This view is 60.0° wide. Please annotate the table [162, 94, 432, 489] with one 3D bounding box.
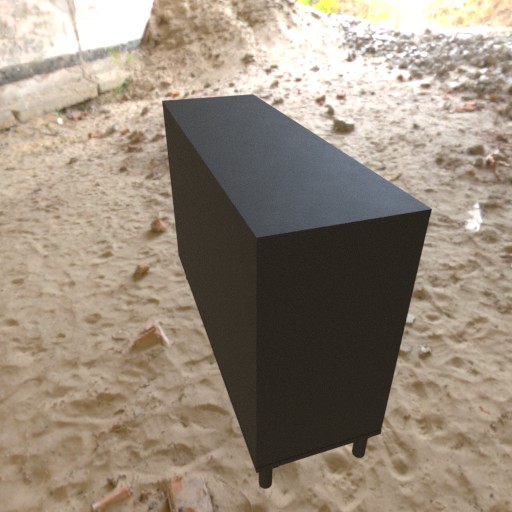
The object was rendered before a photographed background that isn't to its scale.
[{"bbox_3d":[0.000,0.000,1.586,0.400,0.855,1.200,-10,33,-16],"label":"table"}]
